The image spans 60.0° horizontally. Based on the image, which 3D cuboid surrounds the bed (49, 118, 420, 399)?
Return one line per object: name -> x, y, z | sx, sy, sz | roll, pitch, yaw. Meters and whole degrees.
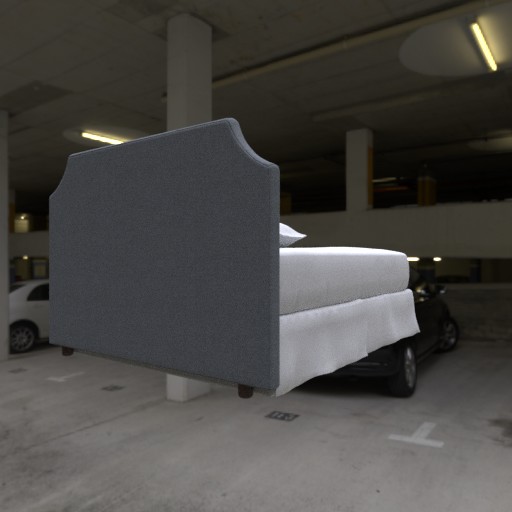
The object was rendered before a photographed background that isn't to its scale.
bed -> 0.000, 0.000, 3.344 | 1.811, 1.296, 2.259 | 0, 0, 36
